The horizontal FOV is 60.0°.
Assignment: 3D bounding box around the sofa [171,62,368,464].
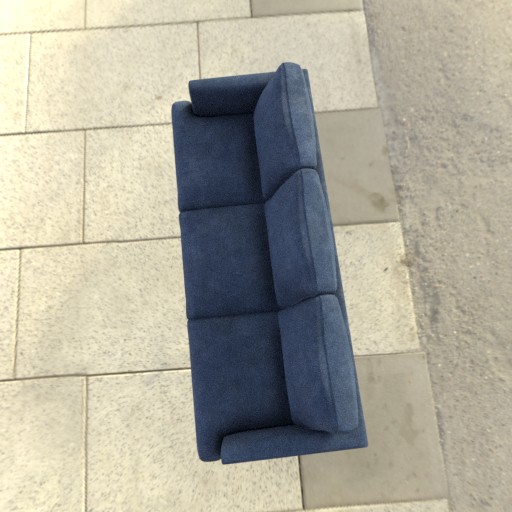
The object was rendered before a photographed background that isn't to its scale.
[{"bbox_3d":[0.000,0.000,2.684,0.903,0.930,2.246,-6,76,-2],"label":"sofa"}]
